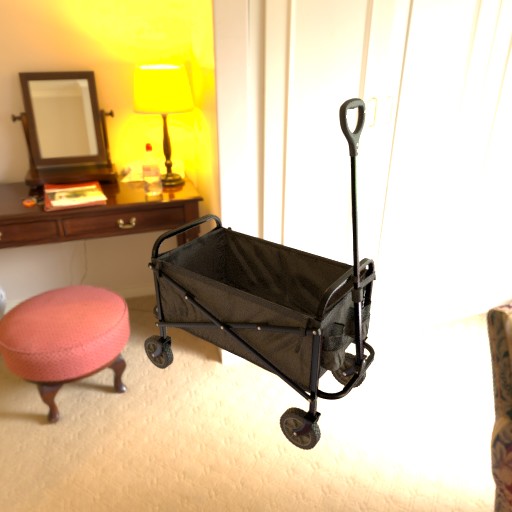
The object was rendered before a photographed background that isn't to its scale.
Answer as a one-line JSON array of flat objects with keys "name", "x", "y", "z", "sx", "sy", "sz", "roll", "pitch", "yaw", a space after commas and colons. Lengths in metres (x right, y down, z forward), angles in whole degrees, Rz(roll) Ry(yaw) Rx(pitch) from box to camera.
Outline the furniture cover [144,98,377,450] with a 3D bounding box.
[{"name": "furniture cover", "x": 0.000, "y": 0.000, "z": 1.849, "sx": 1.038, "sy": 1.295, "sz": 0.532, "roll": 18, "pitch": 31, "yaw": 32}]
